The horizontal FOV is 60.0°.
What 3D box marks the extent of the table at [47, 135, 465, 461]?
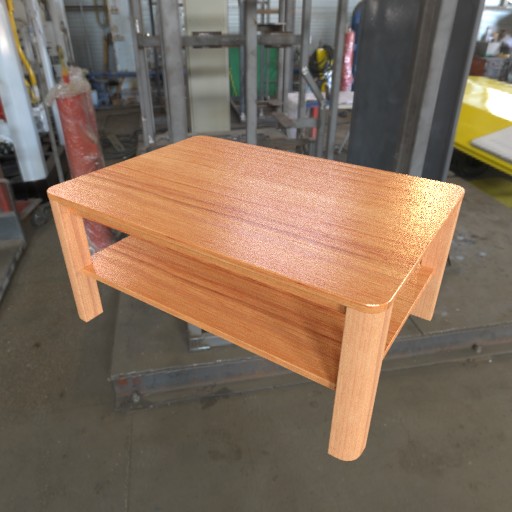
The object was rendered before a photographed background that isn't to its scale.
[{"bbox_3d":[0.000,0.000,1.372,0.997,0.445,0.696,19,35,29],"label":"table"}]
